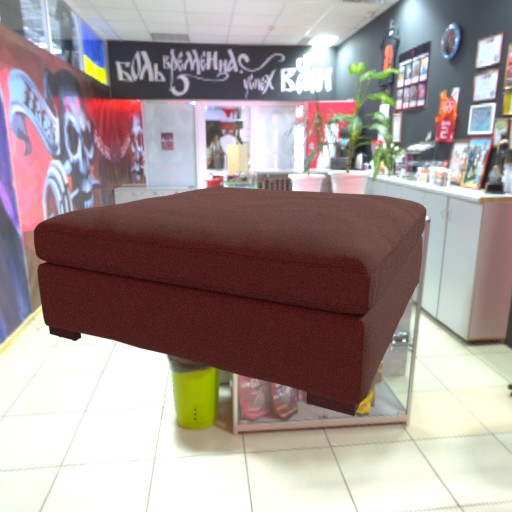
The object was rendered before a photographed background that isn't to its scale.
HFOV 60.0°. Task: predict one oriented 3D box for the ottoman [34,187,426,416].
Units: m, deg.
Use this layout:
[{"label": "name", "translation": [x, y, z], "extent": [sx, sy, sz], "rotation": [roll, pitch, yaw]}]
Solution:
[{"label": "ottoman", "translation": [0.000, 0.000, 1.808], "extent": [1.181, 0.470, 1.181], "rotation": [7, 16, 26]}]
